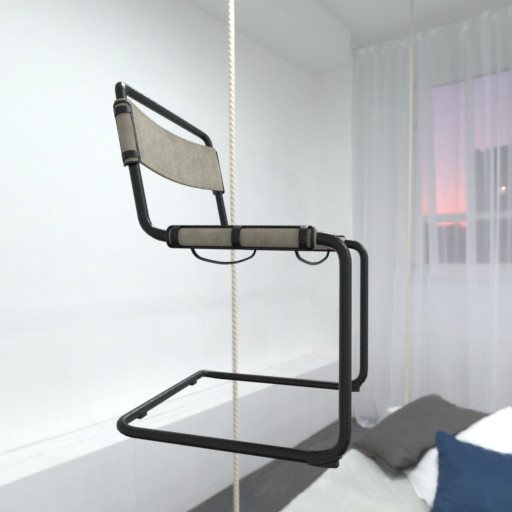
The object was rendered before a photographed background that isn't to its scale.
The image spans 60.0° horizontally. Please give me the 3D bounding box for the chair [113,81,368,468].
[{"bbox_3d":[0.000,0.000,1.066,0.497,0.747,0.499,0,0,18],"label":"chair"}]
